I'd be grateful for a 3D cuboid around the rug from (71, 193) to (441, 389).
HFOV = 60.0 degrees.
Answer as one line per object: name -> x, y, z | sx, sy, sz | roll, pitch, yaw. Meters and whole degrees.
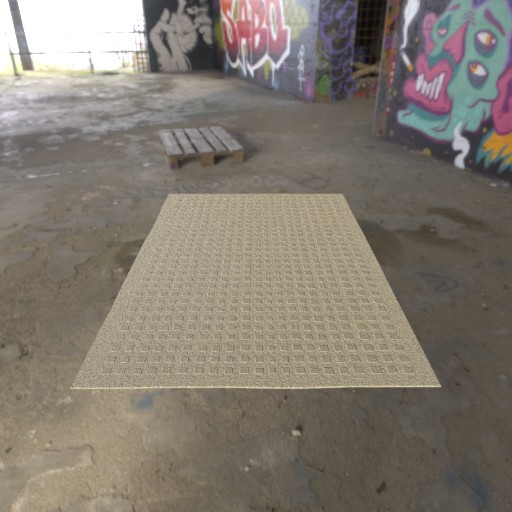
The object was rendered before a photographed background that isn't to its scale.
rug -> 0.000, 0.000, 2.136 | 1.143, 0.006, 1.747 | 0, 28, 0
